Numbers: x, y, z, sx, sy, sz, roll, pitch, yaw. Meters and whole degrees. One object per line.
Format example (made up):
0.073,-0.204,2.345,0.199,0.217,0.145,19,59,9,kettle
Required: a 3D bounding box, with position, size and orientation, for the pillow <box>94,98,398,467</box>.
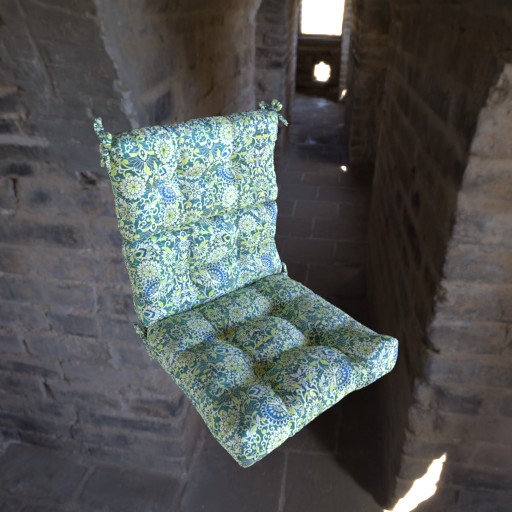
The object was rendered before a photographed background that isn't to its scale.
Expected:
0.000,0.000,1.040,0.519,0.605,0.571,-20,36,-31,pillow
